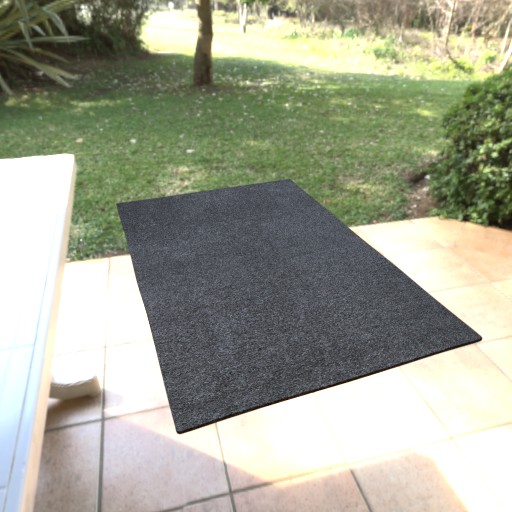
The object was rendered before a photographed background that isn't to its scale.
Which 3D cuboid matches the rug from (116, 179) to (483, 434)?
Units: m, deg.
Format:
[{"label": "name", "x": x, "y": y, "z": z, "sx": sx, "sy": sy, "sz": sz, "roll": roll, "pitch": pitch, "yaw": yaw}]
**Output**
[{"label": "rug", "x": 0.000, "y": 0.000, "z": 3.381, "sx": 1.802, "sy": 0.026, "sz": 2.699, "roll": -11, "pitch": 33, "yaw": -18}]
